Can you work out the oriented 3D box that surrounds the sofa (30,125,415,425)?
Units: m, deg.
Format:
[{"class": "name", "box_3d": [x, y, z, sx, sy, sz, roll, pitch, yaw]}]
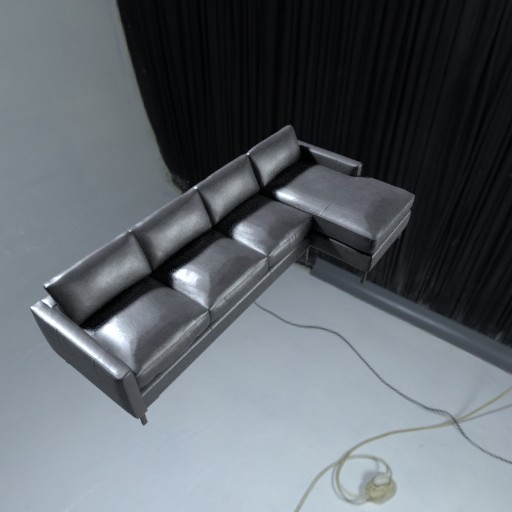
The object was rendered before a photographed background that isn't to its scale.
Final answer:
[{"class": "sofa", "box_3d": [0.000, 0.000, 3.570, 1.471, 0.859, 2.993, 27, 49, 26]}]
